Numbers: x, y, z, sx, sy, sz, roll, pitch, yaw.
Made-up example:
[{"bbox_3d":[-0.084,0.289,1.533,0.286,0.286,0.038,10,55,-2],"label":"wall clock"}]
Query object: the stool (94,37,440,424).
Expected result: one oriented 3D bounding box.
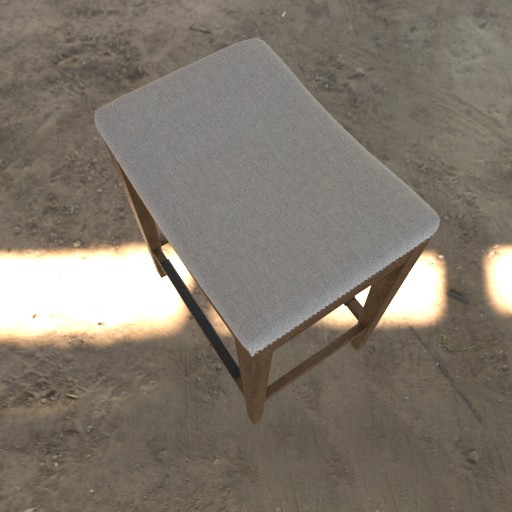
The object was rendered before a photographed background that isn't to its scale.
[{"bbox_3d":[0.000,0.000,0.955,0.356,0.660,0.508,-31,67,-14],"label":"stool"}]
